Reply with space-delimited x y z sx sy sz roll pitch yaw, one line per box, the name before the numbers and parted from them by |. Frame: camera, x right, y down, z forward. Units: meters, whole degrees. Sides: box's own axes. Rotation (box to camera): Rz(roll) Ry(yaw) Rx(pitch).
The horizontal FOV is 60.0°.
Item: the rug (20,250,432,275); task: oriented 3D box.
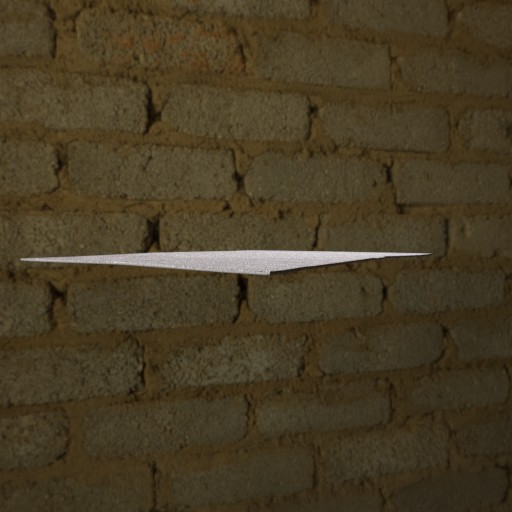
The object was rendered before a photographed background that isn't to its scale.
rug | 0.000 0.000 4.201 2.434 0.045 3.202 2 3 36
